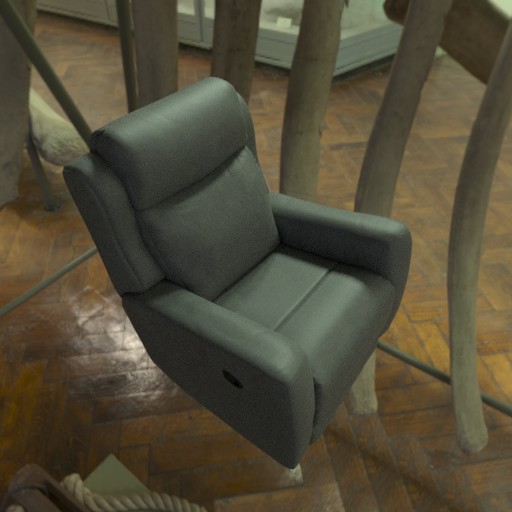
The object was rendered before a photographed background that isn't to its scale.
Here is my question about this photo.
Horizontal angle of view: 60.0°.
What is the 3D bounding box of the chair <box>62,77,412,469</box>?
[{"bbox_3d":[0.000,0.000,1.842,1.068,1.116,0.965,27,49,27],"label":"chair"}]
